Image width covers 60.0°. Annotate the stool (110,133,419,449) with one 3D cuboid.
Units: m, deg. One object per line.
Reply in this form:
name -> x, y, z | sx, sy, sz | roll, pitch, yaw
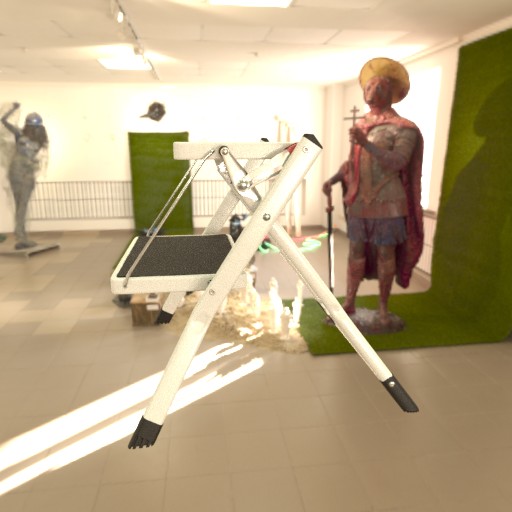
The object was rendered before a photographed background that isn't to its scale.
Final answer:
stool -> 0.000, 0.000, 0.851 | 0.490, 0.445, 0.485 | -2, 14, -8
